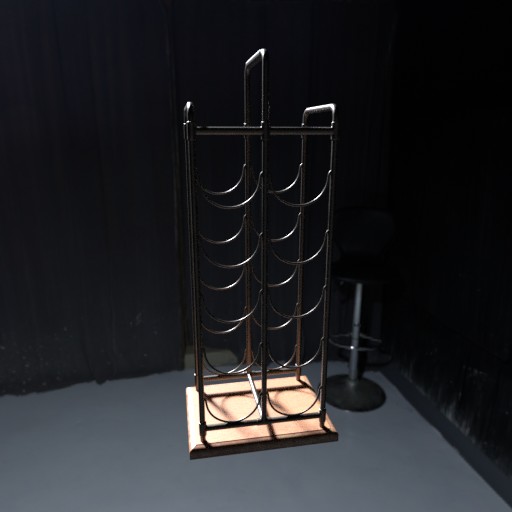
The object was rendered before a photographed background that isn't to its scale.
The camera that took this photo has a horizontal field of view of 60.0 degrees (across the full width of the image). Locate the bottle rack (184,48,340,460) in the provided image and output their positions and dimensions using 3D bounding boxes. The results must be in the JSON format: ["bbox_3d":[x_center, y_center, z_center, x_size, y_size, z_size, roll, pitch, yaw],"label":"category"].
[{"bbox_3d":[0.000,0.000,0.814,0.276,0.680,0.208,-3,16,-10],"label":"bottle rack"}]
